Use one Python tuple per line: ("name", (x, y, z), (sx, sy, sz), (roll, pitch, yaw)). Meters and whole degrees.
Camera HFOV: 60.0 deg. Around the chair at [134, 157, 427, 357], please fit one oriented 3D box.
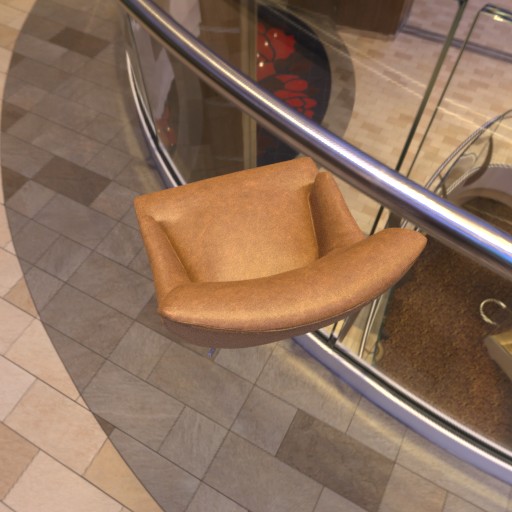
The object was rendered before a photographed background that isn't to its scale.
("chair", (0.000, 0.000, 1.499), (0.729, 0.869, 0.874), (-15, 59, -9))
